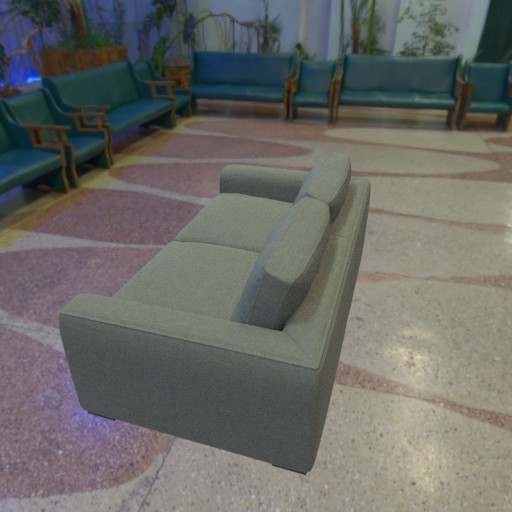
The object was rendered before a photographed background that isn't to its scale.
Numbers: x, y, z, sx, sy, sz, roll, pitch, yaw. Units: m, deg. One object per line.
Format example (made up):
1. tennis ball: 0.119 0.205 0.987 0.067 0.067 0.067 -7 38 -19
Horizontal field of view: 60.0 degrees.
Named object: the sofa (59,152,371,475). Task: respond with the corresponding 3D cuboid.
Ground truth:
1. sofa: 0.000 0.000 2.425 1.069 0.800 1.920 9 31 15
